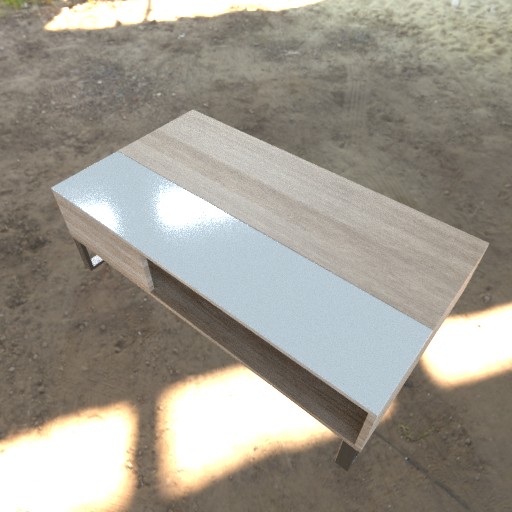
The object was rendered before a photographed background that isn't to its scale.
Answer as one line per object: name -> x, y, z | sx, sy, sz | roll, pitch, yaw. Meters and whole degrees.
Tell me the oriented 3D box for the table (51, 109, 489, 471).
table -> 0.000, 0.000, 1.376 | 1.100, 0.350, 0.600 | 31, 54, 26
